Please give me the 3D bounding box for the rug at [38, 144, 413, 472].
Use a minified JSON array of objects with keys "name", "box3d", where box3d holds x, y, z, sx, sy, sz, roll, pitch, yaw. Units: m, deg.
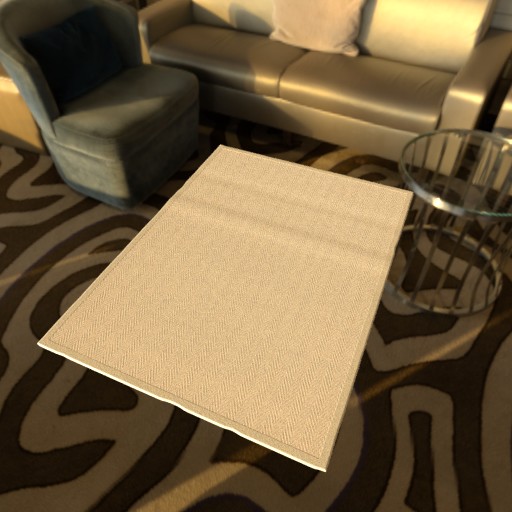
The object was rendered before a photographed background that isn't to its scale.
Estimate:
[{"name":"rug","box3d":[0.000,0.000,4.798,2.734,0.037,3.659,18,48,16]}]
